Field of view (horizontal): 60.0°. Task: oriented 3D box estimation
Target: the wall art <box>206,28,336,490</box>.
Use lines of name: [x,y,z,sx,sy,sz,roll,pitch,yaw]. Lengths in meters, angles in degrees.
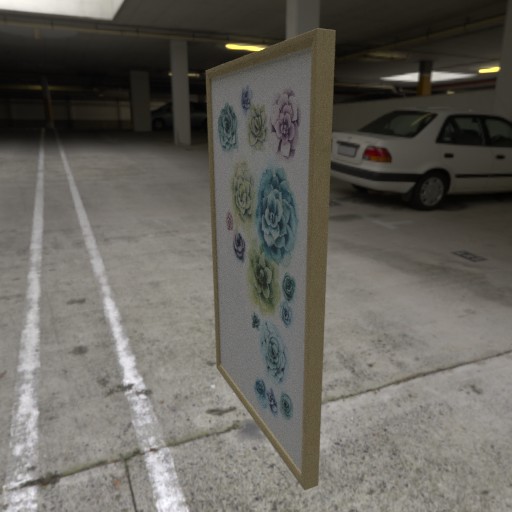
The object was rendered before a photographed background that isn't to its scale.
wall art: [0.000,0.000,0.973,0.039,0.810,0.510,-7,17,-23]
